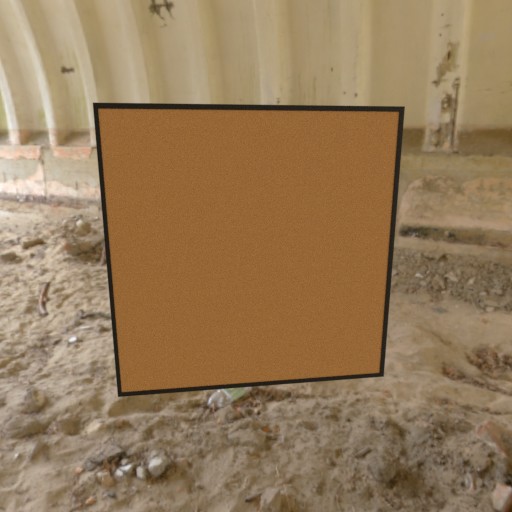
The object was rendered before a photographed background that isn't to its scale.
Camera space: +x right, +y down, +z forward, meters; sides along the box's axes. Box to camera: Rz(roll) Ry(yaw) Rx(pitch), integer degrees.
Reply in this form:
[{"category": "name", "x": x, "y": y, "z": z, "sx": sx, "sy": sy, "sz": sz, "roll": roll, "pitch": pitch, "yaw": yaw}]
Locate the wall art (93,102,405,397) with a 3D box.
[{"category": "wall art", "x": 0.000, "y": 0.000, "z": 1.024, "sx": 0.664, "sy": 0.663, "sz": 0.015, "roll": -2, "pitch": 14, "yaw": -8}]
